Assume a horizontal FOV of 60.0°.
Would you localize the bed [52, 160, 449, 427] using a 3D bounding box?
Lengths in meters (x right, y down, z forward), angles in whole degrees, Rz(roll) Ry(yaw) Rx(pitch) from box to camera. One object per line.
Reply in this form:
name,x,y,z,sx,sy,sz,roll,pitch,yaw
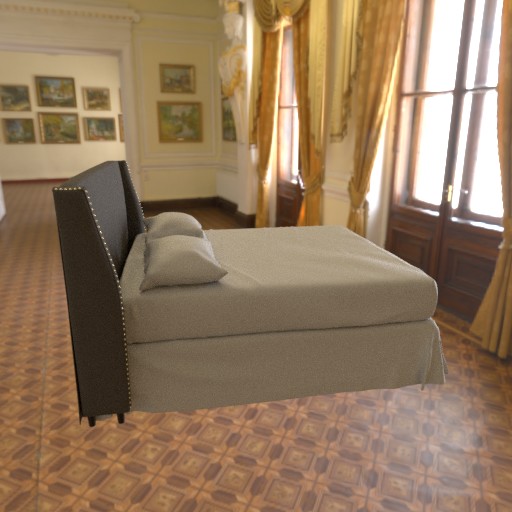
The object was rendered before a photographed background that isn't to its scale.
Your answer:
bed,0.000,0.000,3.298,2.276,1.332,1.925,-3,16,-10
